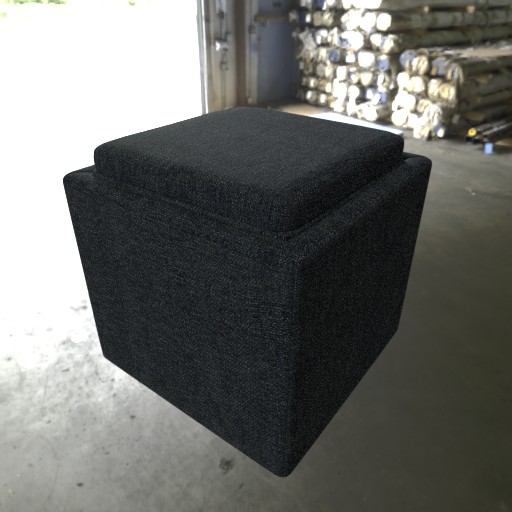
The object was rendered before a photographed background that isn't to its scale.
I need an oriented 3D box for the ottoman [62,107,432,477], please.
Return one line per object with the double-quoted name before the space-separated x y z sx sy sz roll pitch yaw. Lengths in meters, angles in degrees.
"ottoman" 0.000 0.000 0.823 0.450 0.460 0.450 21 36 31
